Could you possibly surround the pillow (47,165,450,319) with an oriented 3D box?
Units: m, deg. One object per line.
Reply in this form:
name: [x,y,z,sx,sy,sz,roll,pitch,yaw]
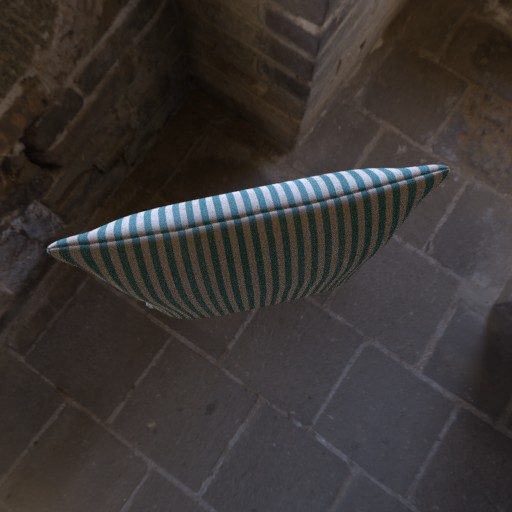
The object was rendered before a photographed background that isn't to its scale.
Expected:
pillow: [0.000,0.000,0.797,0.523,0.510,0.166,-12,75,-3]
